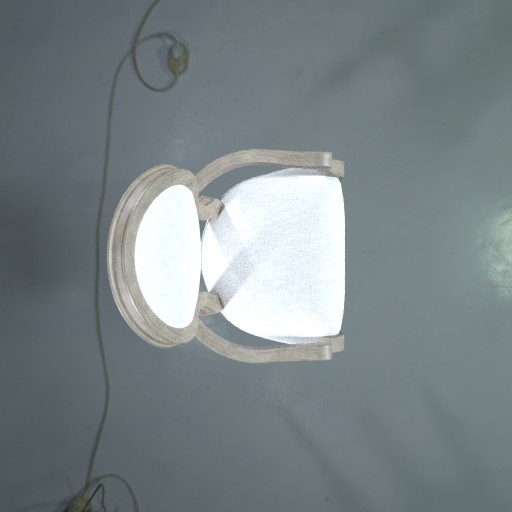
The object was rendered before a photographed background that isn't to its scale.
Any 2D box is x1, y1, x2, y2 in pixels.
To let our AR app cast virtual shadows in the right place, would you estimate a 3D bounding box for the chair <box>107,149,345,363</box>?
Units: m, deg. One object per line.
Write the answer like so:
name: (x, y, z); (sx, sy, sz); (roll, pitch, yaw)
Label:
chair: (0.000, 0.000, 1.378); (0.602, 0.991, 0.611); (0, 90, 0)
